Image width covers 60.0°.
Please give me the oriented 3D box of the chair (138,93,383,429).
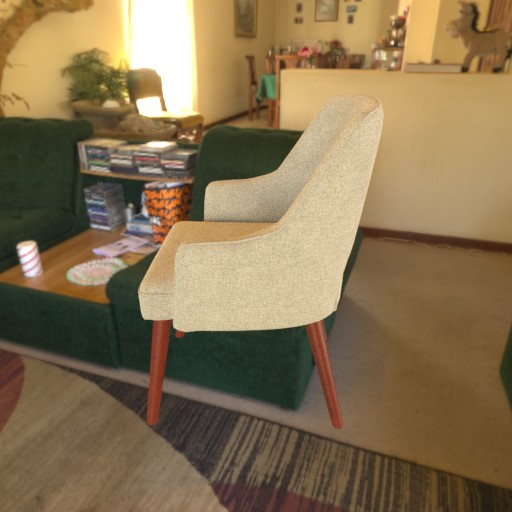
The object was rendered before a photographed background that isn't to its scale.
[{"bbox_3d":[0.000,0.000,1.255,0.605,0.849,0.548,1,25,2],"label":"chair"}]
